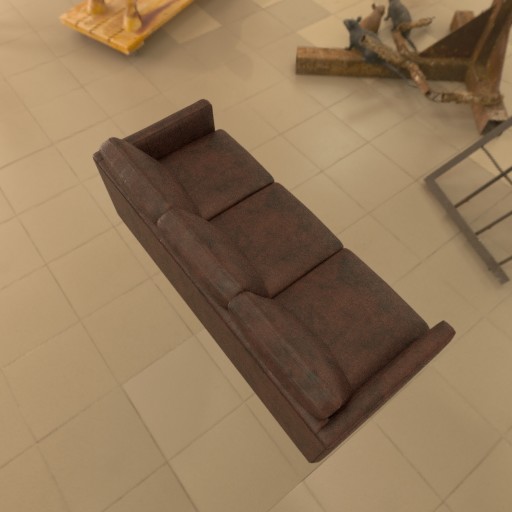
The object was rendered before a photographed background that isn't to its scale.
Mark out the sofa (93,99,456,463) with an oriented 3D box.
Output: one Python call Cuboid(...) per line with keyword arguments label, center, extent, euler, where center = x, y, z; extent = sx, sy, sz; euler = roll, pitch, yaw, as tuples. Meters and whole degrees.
Cuboid(label="sofa", center=(0.000, 0.000, 3.045), extent=(1.045, 1.006, 2.464), euler=(-34, 64, -19))
